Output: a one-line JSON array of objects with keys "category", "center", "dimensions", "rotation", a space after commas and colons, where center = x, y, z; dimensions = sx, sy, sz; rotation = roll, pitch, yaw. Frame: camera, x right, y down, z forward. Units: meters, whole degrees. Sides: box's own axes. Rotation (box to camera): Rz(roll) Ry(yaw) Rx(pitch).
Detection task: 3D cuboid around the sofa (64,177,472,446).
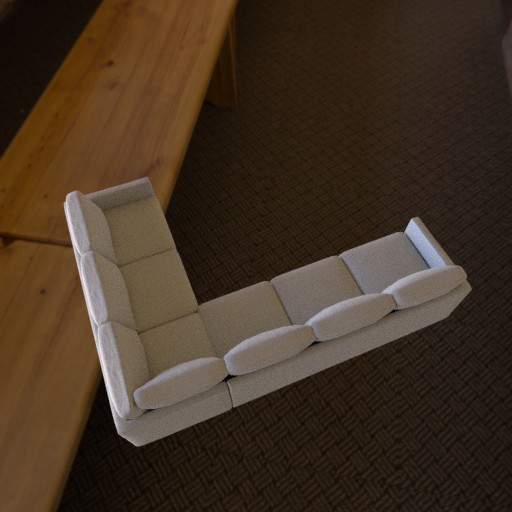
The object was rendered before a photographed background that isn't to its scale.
[{"category": "sofa", "center": [0.000, 0.000, 4.527], "dimensions": [3.333, 0.934, 2.522], "rotation": [-19, 60, -12]}]
